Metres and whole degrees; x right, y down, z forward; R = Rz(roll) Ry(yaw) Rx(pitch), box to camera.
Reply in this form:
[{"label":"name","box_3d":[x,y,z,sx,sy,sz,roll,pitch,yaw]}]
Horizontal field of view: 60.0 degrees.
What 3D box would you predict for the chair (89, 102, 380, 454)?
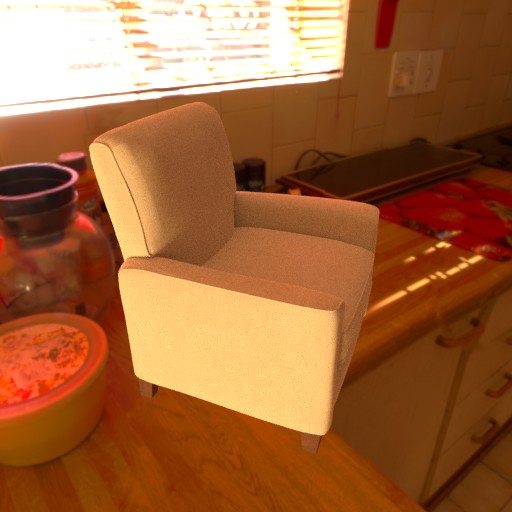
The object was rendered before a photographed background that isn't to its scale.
[{"label":"chair","box_3d":[0.000,0.000,1.708,0.859,1.023,0.845,11,31,19]}]
